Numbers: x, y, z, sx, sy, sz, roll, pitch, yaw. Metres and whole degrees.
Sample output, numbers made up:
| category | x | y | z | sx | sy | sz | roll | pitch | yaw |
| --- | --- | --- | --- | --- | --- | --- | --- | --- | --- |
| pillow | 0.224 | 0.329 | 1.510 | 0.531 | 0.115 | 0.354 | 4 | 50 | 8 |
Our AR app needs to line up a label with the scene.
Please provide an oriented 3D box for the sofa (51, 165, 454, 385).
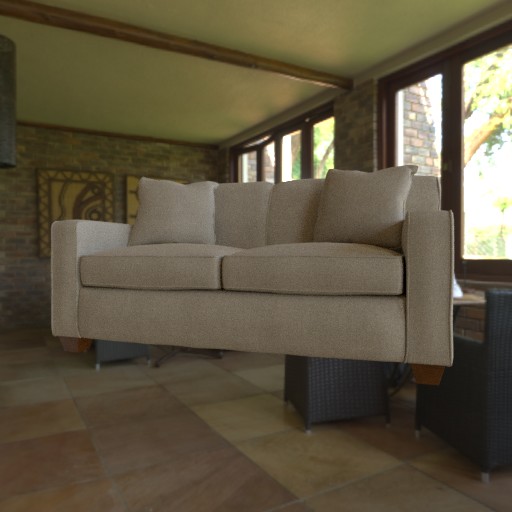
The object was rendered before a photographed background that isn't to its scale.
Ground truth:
| category | x | y | z | sx | sy | sz | roll | pitch | yaw |
| --- | --- | --- | --- | --- | --- | --- | --- | --- | --- |
| sofa | 0.000 | 0.000 | 2.328 | 1.846 | 0.958 | 0.998 | 0 | 1 | 19 |
